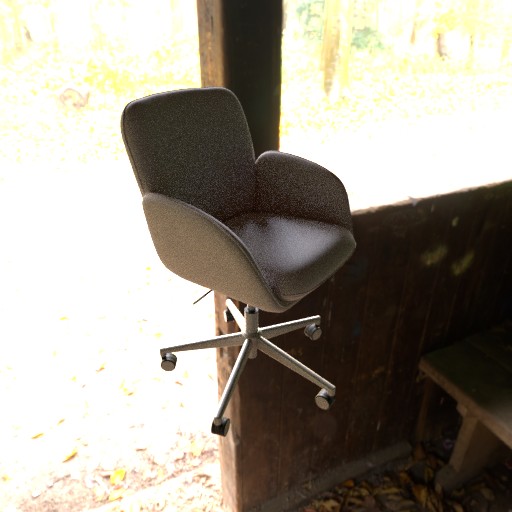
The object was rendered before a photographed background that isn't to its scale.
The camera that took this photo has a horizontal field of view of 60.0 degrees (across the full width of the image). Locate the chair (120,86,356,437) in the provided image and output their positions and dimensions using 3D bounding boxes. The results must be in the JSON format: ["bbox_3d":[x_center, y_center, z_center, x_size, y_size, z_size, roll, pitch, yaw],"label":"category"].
[{"bbox_3d":[0.000,0.000,1.416,0.633,0.959,0.648,19,34,31],"label":"chair"}]
